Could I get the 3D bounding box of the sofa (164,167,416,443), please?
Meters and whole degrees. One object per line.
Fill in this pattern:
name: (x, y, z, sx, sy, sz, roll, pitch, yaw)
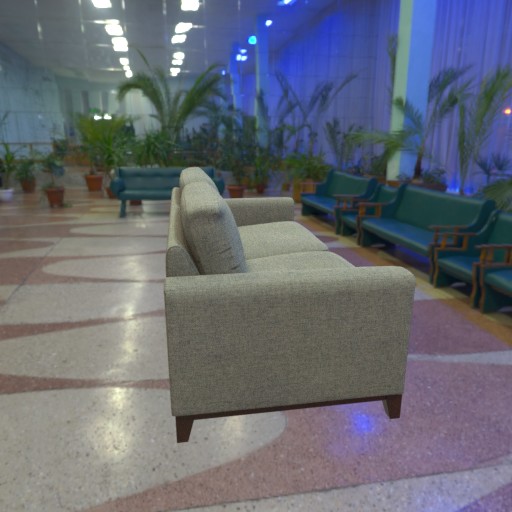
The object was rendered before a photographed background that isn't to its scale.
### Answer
sofa: (0.000, 0.000, 2.550, 0.969, 0.892, 1.978, -3, 16, -9)
